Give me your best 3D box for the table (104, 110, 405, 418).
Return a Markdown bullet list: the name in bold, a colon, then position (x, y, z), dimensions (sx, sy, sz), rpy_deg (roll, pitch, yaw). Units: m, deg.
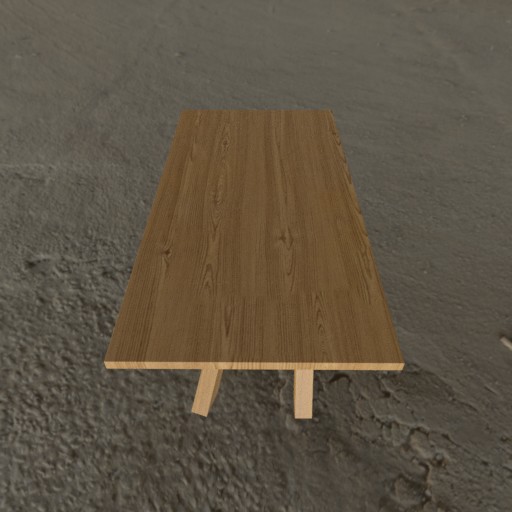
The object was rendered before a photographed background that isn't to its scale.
- **table**: position (0.000, 0.000, 2.244), dimensions (0.901, 0.750, 1.797), rpy_deg (0, 42, 0)
